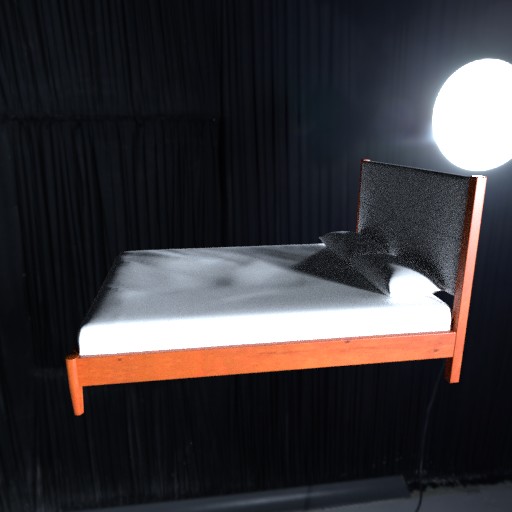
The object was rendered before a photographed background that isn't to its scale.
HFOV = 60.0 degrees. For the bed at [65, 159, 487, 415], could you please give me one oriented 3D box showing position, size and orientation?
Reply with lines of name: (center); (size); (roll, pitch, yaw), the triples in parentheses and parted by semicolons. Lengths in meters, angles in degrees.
bed: (0.000, 0.000, 2.971); (2.117, 1.165, 1.566); (-2, 16, -8)
